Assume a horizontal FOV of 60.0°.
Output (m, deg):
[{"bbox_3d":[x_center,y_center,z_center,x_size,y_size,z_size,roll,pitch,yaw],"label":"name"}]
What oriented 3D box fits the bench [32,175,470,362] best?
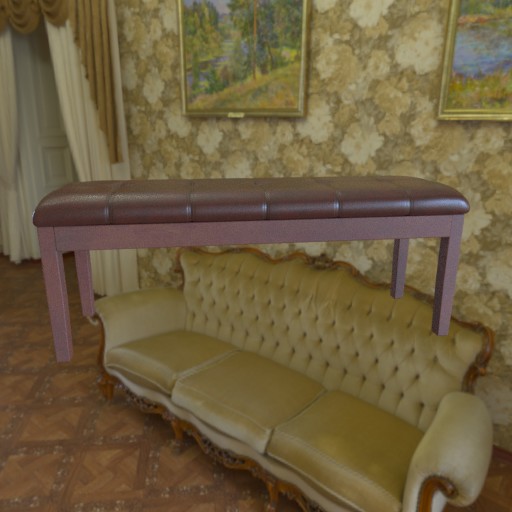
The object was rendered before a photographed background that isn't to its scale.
[{"bbox_3d":[0.000,0.000,1.482,1.259,0.491,0.401,-2,17,-8],"label":"bench"}]
